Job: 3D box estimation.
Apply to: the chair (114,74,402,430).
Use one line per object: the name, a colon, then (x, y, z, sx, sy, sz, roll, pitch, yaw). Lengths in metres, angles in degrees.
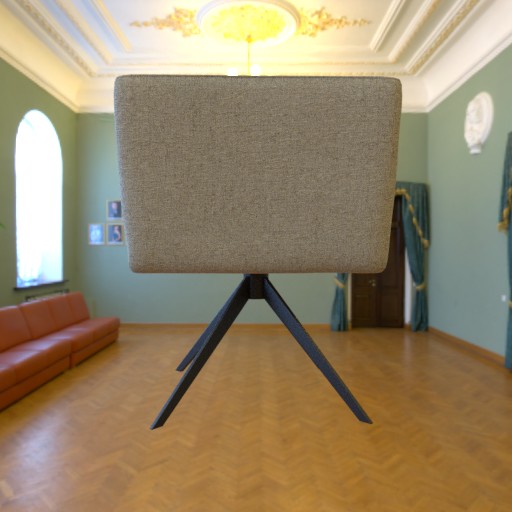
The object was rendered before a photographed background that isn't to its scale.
chair: (0.000, 0.000, 1.237, 0.628, 0.760, 0.623, 0, 0, -1)
